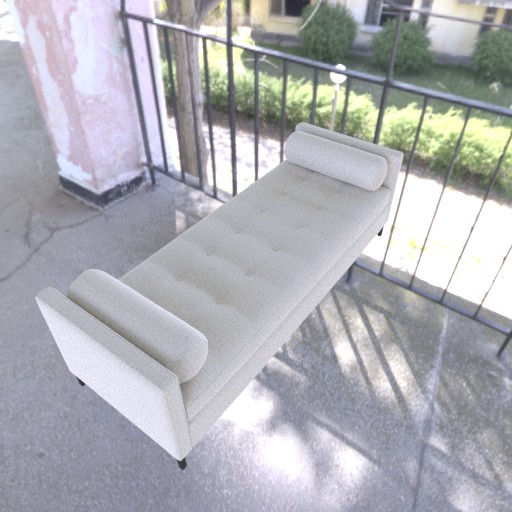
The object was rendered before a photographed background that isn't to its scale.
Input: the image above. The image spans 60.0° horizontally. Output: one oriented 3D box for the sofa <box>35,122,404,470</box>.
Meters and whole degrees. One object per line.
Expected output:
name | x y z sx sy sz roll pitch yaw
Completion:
sofa | 0.000 0.000 2.372 0.746 0.641 1.985 26 48 27
